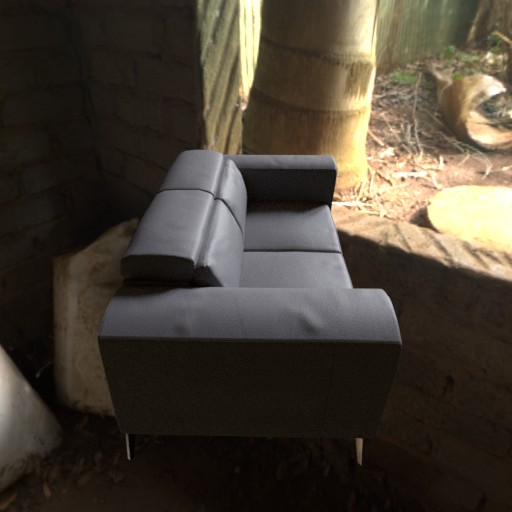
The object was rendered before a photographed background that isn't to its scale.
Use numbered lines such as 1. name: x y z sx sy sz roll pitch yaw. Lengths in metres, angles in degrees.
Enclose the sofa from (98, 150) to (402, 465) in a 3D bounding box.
1. sofa: 0.000 0.000 2.323 1.003 0.779 1.895 1 31 1
